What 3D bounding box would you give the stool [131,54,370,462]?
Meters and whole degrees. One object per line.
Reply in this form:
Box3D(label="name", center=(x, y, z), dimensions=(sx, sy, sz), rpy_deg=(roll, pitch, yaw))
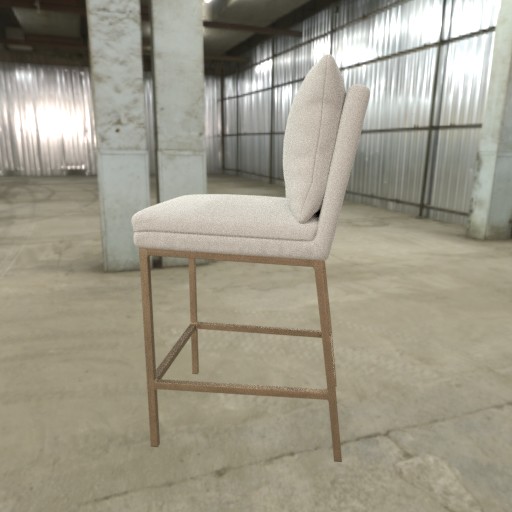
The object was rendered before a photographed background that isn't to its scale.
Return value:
Box3D(label="stool", center=(0.000, 0.000, 1.318), dimensions=(0.572, 1.032, 0.463), rpy_deg=(2, 14, 8))
